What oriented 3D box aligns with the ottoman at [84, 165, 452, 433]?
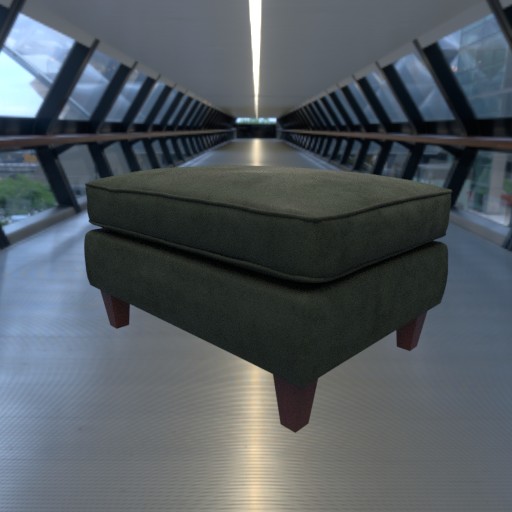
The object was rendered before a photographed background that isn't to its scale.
[{"bbox_3d":[0.000,0.000,1.264,0.864,0.495,0.632,14,20,43],"label":"ottoman"}]
